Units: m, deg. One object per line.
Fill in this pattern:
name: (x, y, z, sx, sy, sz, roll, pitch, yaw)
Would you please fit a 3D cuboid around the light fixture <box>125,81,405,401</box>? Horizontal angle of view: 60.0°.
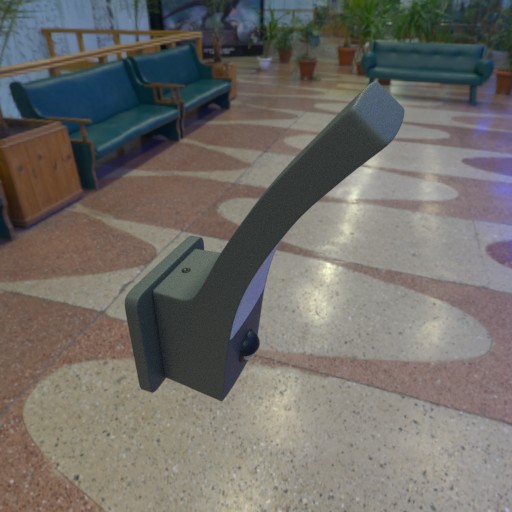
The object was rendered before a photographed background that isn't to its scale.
light fixture: (0.000, 0.000, 0.327, 0.174, 0.243, 0.108, 11, 32, 18)
